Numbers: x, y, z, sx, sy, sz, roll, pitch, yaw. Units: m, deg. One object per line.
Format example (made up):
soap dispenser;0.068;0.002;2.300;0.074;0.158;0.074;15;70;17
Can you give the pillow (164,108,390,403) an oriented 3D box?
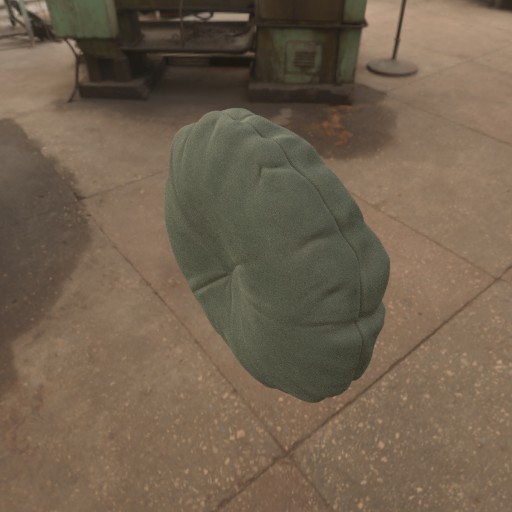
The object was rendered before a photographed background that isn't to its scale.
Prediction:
pillow;0.000;0.000;0.635;0.148;0.407;0.428;-25;47;-26
